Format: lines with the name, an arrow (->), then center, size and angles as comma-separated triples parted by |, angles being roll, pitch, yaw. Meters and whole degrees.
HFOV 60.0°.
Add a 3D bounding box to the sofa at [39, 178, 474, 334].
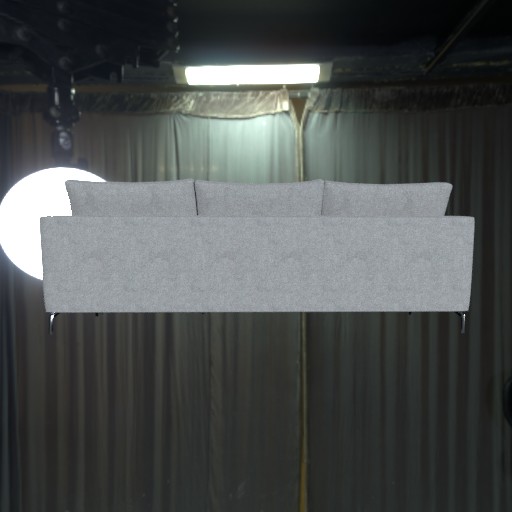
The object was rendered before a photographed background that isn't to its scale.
sofa -> 0.000, 0.000, 3.197 | 2.438, 0.864, 1.626 | 0, 0, -1
